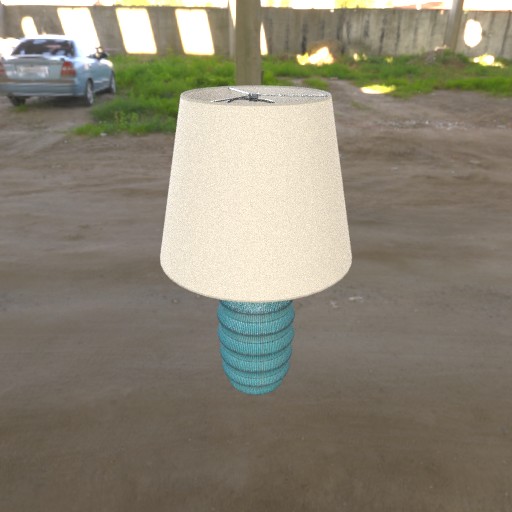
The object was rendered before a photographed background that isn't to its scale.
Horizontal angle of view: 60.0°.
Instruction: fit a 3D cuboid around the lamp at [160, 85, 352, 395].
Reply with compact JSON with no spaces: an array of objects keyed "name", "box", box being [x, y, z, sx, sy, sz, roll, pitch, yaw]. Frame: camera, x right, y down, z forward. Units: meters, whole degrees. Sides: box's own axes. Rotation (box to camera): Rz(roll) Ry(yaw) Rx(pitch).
[{"name":"lamp","box":[0.000,0.000,0.839,0.355,0.582,0.355,0,27,0]}]
